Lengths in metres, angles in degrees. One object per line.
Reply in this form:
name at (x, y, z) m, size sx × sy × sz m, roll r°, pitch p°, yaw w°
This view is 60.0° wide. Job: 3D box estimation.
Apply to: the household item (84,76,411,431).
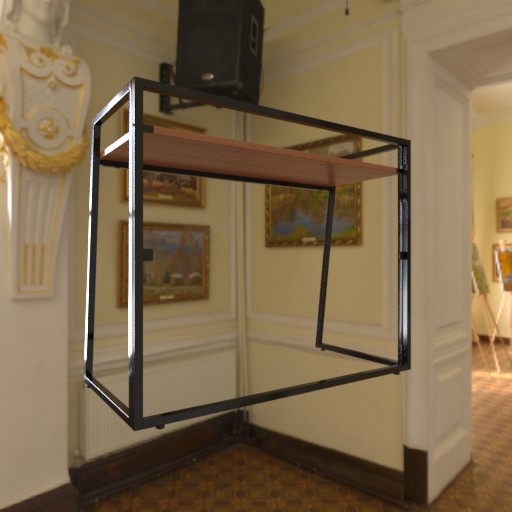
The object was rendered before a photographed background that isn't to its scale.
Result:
household item at (0.000, 0.000, 1.564) m, size 1.050 × 0.860 × 0.510 m, roll 0°, pitch 0°, yaw -34°
